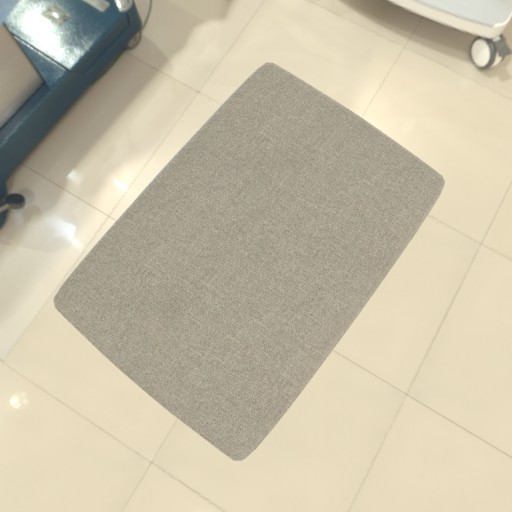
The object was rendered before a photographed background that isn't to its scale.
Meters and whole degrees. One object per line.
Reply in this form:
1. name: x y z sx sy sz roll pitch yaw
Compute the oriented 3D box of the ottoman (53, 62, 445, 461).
1. ottoman: 0.000 0.000 1.186 0.584 0.457 0.838 37 79 9
